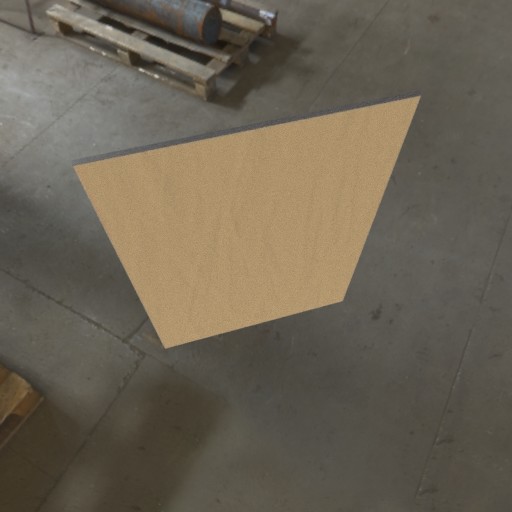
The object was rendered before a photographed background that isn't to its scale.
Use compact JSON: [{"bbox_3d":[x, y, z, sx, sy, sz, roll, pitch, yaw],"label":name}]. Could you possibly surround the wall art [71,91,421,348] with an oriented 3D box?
[{"bbox_3d":[0.000,0.000,1.470,0.810,1.116,0.016,-14,59,-8],"label":"wall art"}]
